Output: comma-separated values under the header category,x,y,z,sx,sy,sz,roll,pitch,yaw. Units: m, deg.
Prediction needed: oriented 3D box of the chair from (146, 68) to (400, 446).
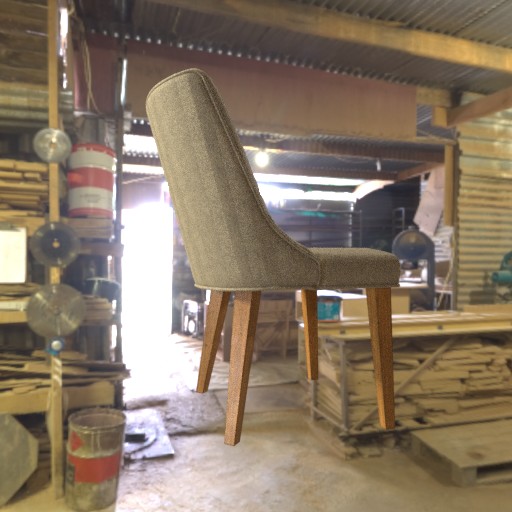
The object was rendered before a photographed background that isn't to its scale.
category,x,y,z,sx,sy,sz,roll,pitch,yaw
chair,0.000,0.000,1.324,0.636,0.916,0.548,0,1,-17
